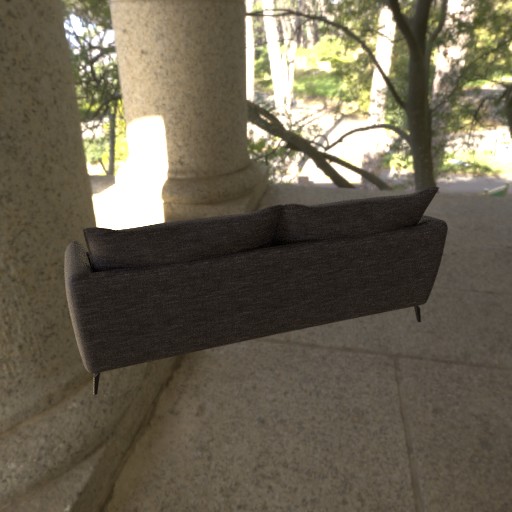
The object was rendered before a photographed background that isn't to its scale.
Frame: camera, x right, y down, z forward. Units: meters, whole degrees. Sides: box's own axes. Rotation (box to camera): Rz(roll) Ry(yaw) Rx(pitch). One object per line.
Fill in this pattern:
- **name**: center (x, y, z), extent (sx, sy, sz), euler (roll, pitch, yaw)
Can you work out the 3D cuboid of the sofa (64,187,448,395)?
- **sofa**: center (0.000, 0.000, 2.474), extent (2.019, 0.843, 0.807), euler (-9, 27, -17)
